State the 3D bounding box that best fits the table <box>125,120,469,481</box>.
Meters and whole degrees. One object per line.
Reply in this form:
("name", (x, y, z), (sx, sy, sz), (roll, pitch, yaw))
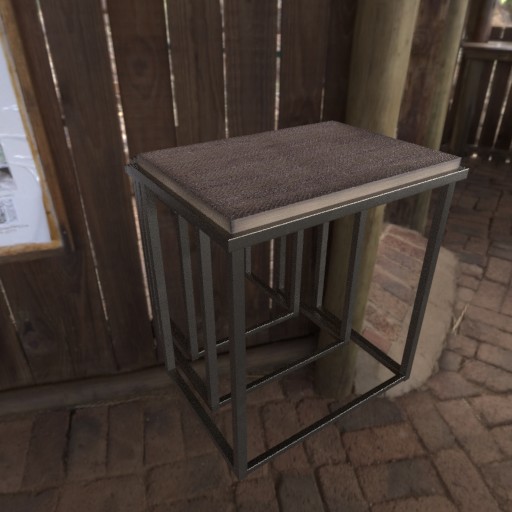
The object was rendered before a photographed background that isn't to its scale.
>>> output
("table", (0.000, 0.000, 1.153), (0.559, 0.610, 0.706), (-18, 35, -28))
